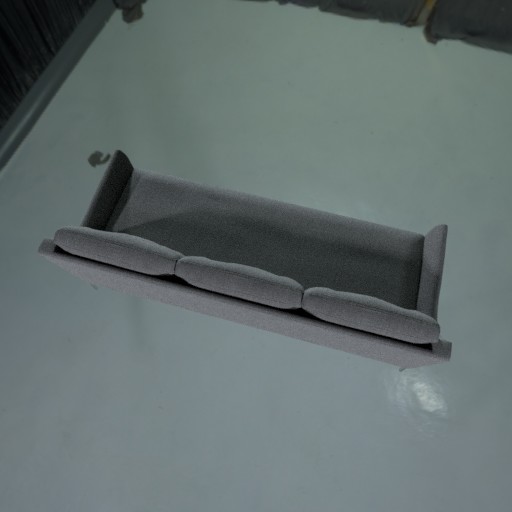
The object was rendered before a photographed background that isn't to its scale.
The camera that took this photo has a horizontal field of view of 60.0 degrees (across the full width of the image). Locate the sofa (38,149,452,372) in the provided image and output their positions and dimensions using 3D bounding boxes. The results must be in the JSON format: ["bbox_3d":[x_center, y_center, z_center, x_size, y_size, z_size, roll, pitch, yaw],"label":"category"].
[{"bbox_3d":[0.000,0.000,2.558,2.060,0.837,0.849,14,65,7],"label":"sofa"}]
